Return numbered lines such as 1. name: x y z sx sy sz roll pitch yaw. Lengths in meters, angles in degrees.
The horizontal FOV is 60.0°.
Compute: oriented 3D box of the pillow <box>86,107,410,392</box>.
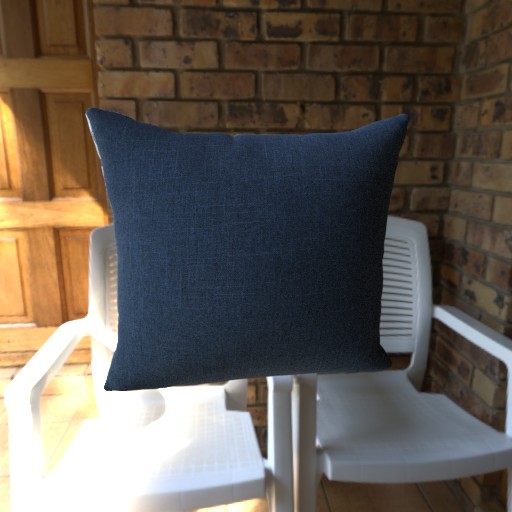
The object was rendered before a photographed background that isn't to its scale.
1. pillow: 0.000 0.000 0.776 0.546 0.487 0.180 -2 13 -10
